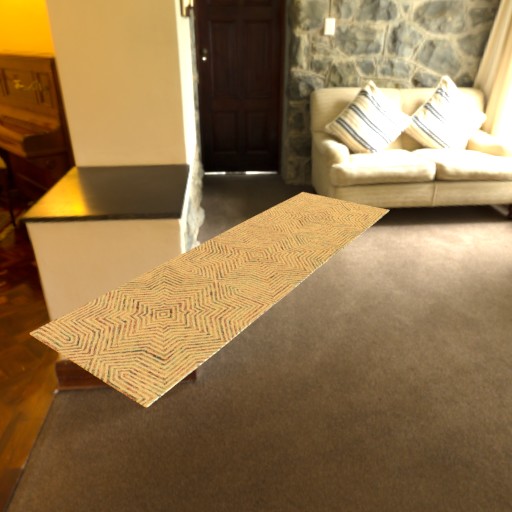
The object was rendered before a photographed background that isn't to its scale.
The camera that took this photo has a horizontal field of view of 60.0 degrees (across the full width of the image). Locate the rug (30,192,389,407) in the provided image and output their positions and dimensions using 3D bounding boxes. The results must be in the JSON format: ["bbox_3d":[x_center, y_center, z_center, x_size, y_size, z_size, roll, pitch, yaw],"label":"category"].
[{"bbox_3d":[0.000,0.000,2.679,0.771,0.009,2.443,18,31,31],"label":"rug"}]
